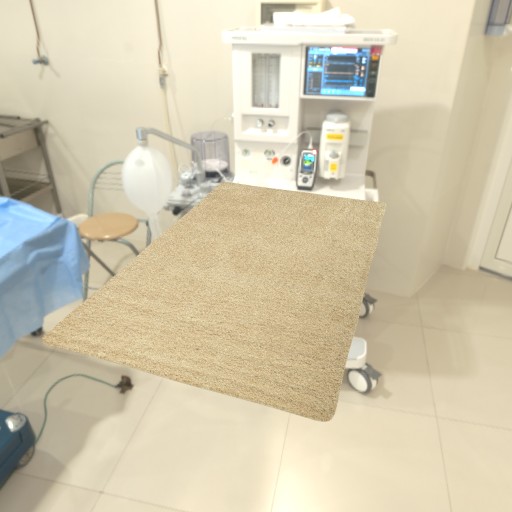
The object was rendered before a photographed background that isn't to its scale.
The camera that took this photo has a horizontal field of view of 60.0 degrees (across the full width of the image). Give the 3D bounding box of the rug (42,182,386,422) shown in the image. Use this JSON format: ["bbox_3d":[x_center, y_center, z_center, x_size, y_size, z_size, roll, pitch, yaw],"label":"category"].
[{"bbox_3d":[0.000,0.000,2.988,1.500,0.025,2.349,10,32,17],"label":"rug"}]
